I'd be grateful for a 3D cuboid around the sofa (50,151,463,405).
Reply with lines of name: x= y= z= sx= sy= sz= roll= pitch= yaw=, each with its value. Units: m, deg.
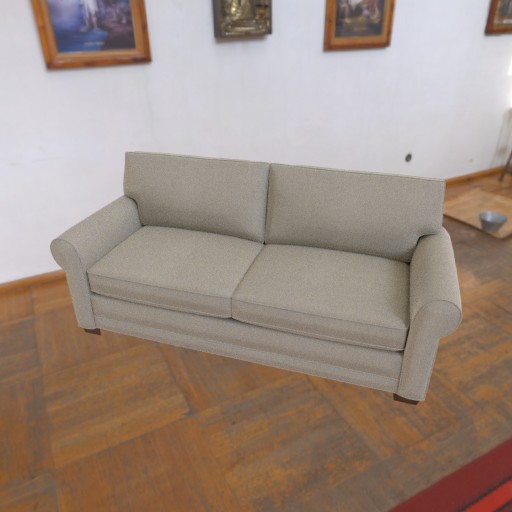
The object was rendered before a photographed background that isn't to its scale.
sofa: x=0.000 y=0.000 z=2.599 sx=2.146 sy=0.962 sz=0.901 roll=9 pitch=30 yaw=15
